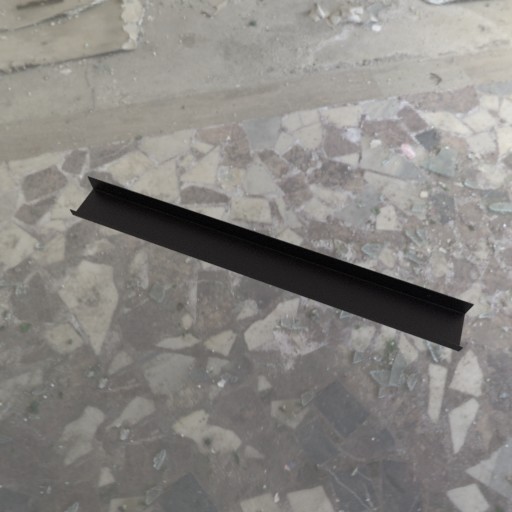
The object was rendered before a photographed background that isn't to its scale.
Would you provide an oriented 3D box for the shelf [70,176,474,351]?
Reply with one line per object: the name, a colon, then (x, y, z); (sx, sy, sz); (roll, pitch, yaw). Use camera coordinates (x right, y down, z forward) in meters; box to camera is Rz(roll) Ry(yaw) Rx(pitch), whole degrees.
shelf: (0.000, 0.000, 0.993); (0.924, 0.049, 0.092); (19, 61, 11)
